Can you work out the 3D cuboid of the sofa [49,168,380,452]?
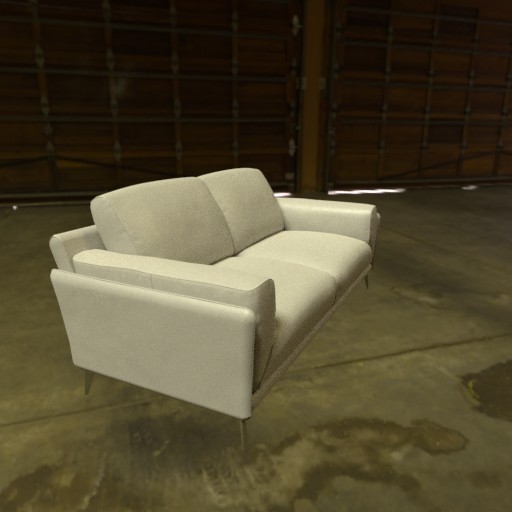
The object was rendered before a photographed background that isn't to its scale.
[{"bbox_3d":[0.000,0.000,2.653,1.049,0.930,2.101,8,18,26],"label":"sofa"}]
